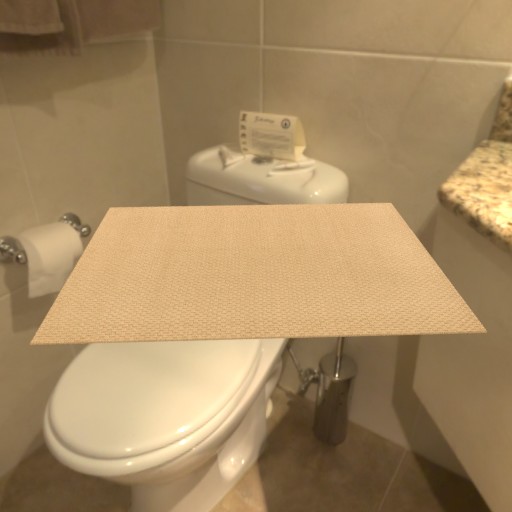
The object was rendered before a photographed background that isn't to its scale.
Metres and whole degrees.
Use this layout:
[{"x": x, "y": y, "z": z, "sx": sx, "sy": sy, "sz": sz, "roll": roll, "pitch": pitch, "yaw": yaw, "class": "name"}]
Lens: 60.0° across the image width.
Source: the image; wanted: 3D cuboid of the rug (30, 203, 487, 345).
[{"x": 0.000, "y": 0.000, "z": 2.726, "sx": 2.144, "sy": 0.013, "sz": 1.509, "roll": -1, "pitch": 31, "yaw": -2, "class": "rug"}]
